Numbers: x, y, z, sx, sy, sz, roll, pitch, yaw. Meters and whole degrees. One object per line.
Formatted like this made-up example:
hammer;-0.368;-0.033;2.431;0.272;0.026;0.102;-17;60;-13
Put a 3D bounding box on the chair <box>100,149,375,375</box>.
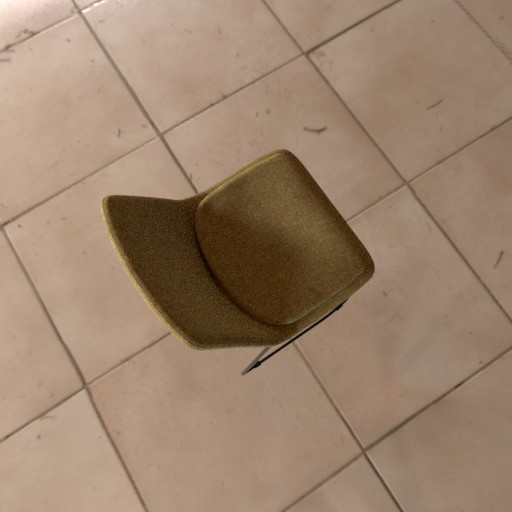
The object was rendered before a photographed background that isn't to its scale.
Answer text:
chair;0.000;0.000;1.155;0.496;0.849;0.479;-33;79;-8
